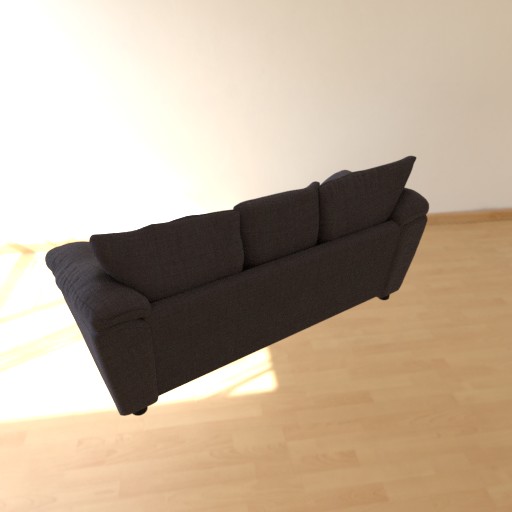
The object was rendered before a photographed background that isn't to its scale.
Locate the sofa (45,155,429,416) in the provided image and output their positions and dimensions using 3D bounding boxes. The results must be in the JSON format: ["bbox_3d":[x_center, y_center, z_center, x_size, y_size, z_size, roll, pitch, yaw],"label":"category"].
[{"bbox_3d":[0.000,0.000,2.837,2.336,1.080,0.883,-18,35,-28],"label":"sofa"}]
